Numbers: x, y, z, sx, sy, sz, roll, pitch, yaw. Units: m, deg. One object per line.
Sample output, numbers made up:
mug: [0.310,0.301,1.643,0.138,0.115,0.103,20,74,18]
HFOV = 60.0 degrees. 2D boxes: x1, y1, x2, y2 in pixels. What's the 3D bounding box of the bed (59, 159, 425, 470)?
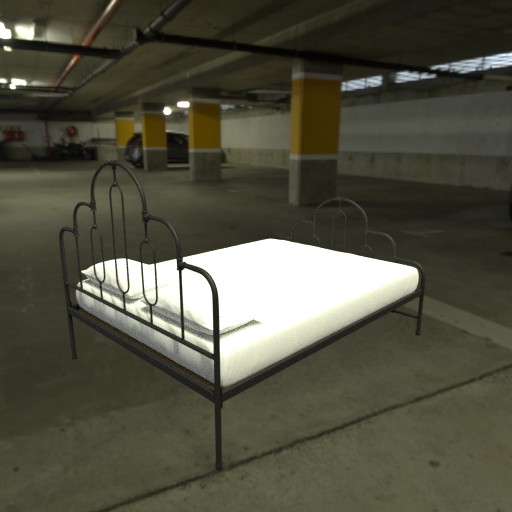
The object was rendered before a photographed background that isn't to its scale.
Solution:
bed: [0.000,0.000,3.227,1.640,1.429,2.163,14,20,43]
